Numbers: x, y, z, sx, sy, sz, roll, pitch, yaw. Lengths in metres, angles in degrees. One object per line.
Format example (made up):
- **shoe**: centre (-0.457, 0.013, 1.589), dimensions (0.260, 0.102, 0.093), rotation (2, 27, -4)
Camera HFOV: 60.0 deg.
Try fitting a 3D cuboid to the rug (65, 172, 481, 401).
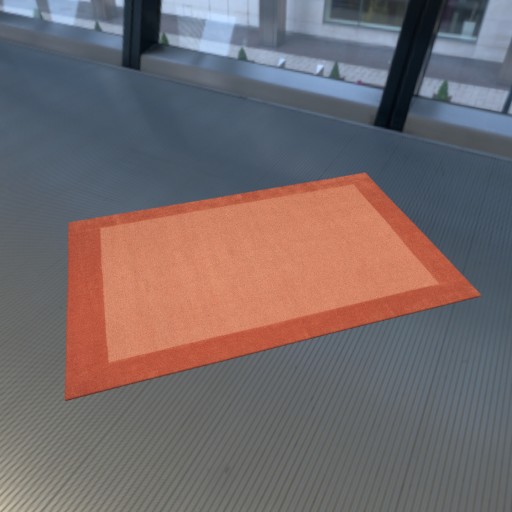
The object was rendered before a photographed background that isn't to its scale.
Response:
- **rug**: centre (0.000, 0.000, 3.002), dimensions (2.438, 0.014, 1.524), rotation (-11, 42, -13)
